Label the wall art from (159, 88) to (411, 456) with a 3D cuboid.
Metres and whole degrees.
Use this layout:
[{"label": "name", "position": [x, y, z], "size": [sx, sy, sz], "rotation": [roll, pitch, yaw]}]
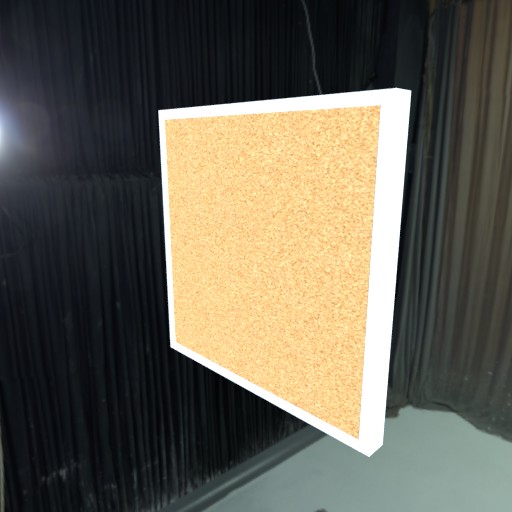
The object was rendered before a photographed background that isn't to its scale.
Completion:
[{"label": "wall art", "position": [0.000, 0.000, 0.771], "size": [0.038, 0.505, 0.506], "rotation": [-14, 20, -43]}]
